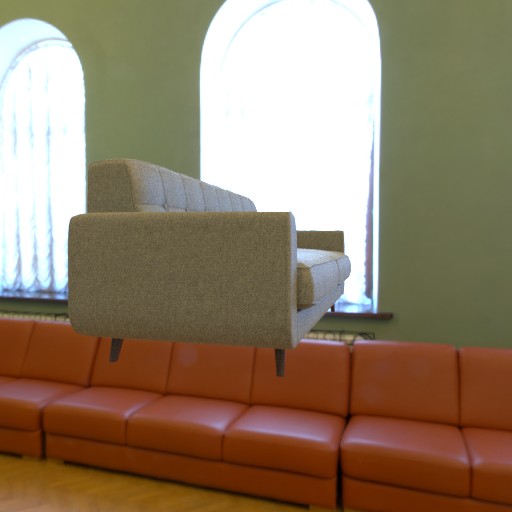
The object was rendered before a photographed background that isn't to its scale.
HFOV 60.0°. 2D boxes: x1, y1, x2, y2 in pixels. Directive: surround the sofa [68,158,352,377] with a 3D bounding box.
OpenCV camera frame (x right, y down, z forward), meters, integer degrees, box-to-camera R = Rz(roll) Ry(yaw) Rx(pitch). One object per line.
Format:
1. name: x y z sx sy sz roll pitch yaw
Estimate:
1. sofa: 0.000 0.000 2.604 0.968 0.873 2.055 0 1 16
